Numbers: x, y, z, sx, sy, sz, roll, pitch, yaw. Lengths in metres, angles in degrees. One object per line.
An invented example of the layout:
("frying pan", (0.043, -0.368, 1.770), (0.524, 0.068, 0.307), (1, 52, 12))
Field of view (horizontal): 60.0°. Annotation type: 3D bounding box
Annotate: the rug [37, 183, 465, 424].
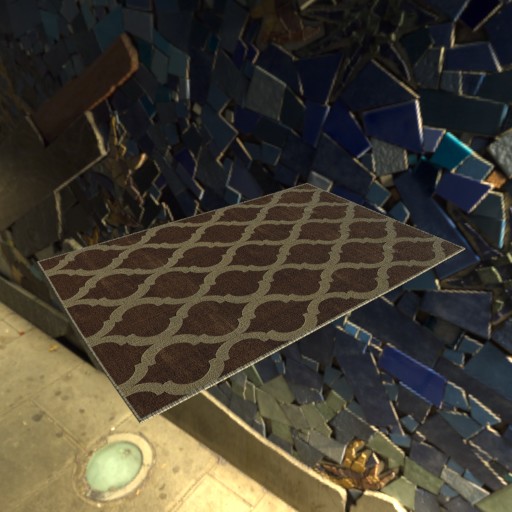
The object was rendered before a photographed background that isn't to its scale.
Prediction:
("rug", (0.000, 0.000, 2.807), (2.284, 0.008, 1.522), (-21, 36, -32))
